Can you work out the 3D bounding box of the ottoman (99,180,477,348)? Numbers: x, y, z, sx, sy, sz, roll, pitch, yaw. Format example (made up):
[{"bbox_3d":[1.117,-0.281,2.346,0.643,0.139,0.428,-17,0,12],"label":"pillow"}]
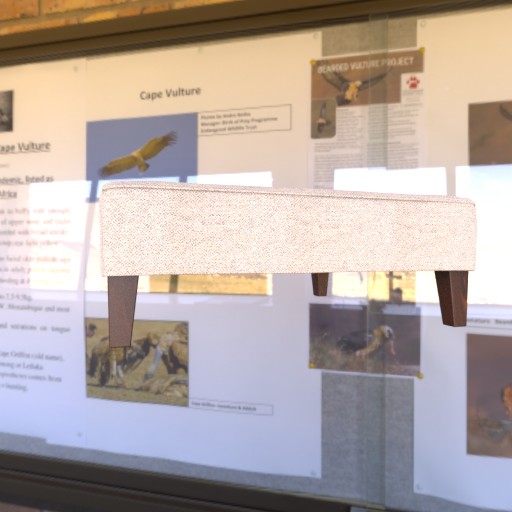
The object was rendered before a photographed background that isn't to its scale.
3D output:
[{"bbox_3d":[0.000,0.000,1.520,0.982,0.381,0.973,0,1,-17],"label":"ottoman"}]
